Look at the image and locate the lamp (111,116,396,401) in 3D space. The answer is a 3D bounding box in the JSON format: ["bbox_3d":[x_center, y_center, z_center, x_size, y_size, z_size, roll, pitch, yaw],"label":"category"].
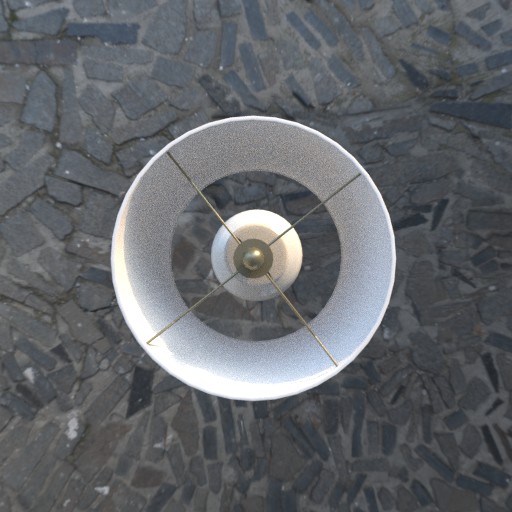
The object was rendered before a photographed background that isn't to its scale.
[{"bbox_3d":[0.000,0.000,0.487,0.188,0.392,0.188,0,91,1],"label":"lamp"}]
